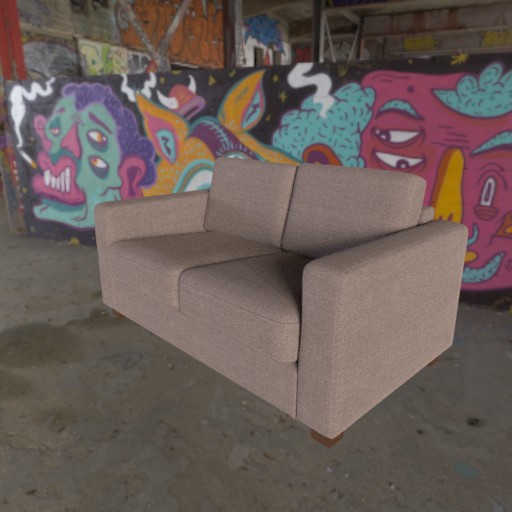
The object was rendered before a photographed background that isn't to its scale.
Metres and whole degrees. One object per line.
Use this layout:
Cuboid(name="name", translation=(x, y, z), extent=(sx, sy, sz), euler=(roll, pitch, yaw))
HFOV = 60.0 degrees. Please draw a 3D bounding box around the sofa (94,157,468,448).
Cuboid(name="sofa", translation=(0.000, 0.000, 2.007), extent=(0.900, 0.800, 1.520), euler=(-16, 23, -42))
